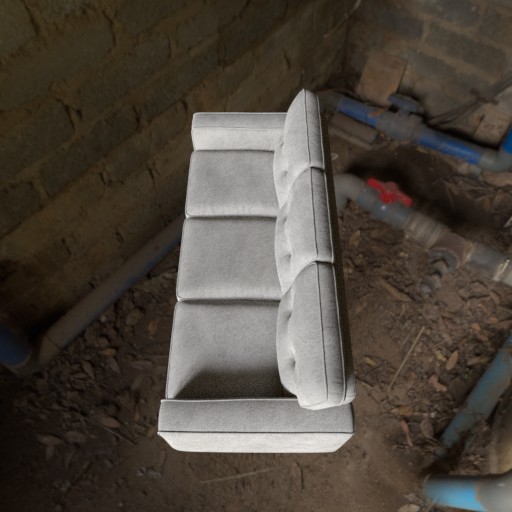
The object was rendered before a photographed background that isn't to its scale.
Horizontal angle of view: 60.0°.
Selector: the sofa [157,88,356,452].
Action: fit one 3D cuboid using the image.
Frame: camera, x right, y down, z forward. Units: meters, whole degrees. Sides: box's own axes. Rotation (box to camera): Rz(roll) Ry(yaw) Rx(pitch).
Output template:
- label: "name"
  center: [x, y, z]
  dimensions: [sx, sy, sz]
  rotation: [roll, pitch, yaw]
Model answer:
- label: "sofa"
  center: [0.000, 0.000, 2.705]
  dimensions: [0.939, 0.965, 2.133]
  rotation: [0, 59, 0]
